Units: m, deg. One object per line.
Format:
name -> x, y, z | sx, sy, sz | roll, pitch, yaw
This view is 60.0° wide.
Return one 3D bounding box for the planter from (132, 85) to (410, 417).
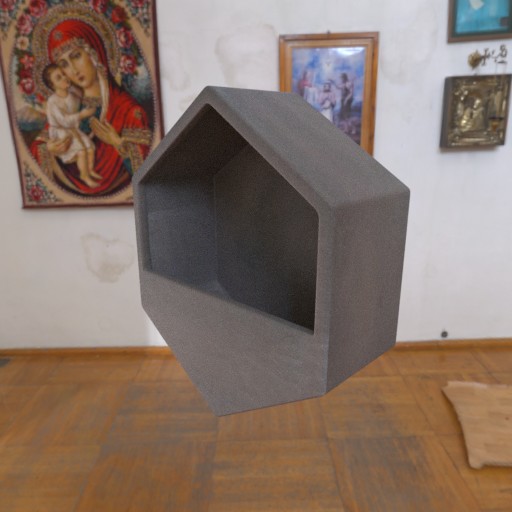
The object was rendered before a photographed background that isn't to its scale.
planter -> 0.000, 0.000, 0.293 | 0.169, 0.206, 0.077 | 15, 22, 42
